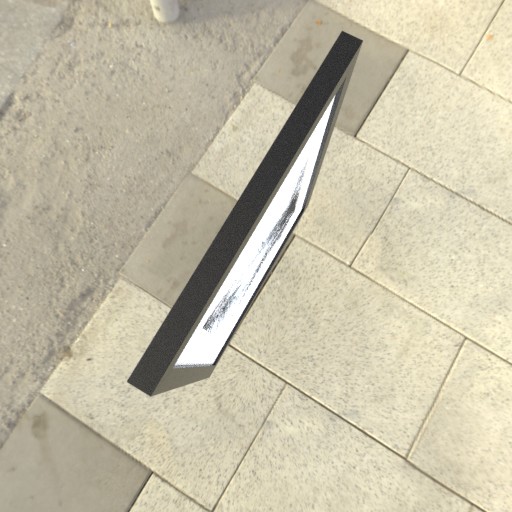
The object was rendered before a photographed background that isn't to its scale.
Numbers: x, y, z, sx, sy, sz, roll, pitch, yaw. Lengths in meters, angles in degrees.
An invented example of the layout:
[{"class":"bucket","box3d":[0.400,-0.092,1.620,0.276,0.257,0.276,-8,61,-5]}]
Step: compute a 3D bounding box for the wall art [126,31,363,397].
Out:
[{"class":"wall art","box3d":[0.000,0.000,0.743,0.028,0.557,0.457,29,78,7]}]
